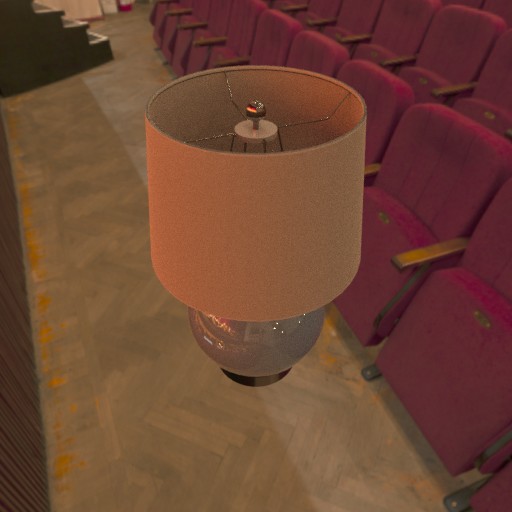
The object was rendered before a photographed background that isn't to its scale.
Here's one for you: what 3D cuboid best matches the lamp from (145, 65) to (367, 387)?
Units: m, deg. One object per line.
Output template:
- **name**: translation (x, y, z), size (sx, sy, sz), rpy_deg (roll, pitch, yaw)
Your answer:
- **lamp**: translation (0.000, 0.000, 0.544), size (0.247, 0.387, 0.247), rpy_deg (0, 41, 0)
